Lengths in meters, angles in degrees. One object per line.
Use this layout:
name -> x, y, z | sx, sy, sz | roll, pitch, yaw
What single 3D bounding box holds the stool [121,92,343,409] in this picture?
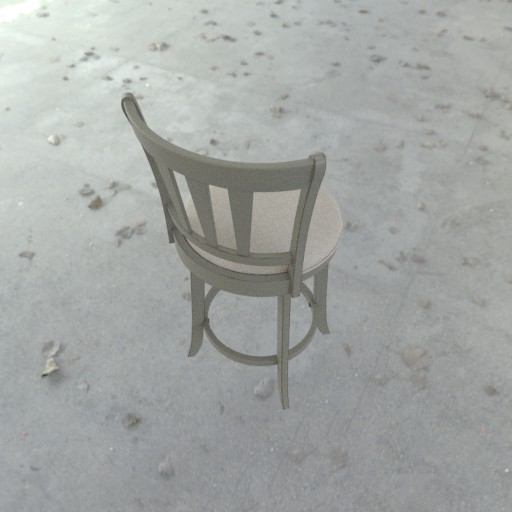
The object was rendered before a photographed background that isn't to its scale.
stool -> 0.000, 0.000, 1.260 | 0.450, 0.994, 0.486 | 23, 51, 20
